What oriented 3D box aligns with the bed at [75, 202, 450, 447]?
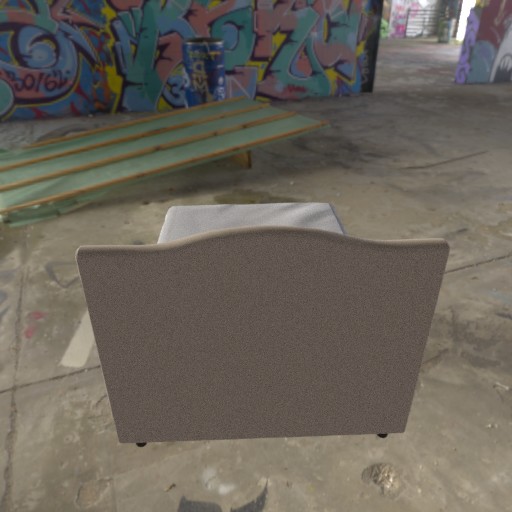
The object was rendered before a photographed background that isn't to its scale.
[{"bbox_3d":[0.000,0.000,3.269,1.753,1.460,2.143,-1,30,-2],"label":"bed"}]
